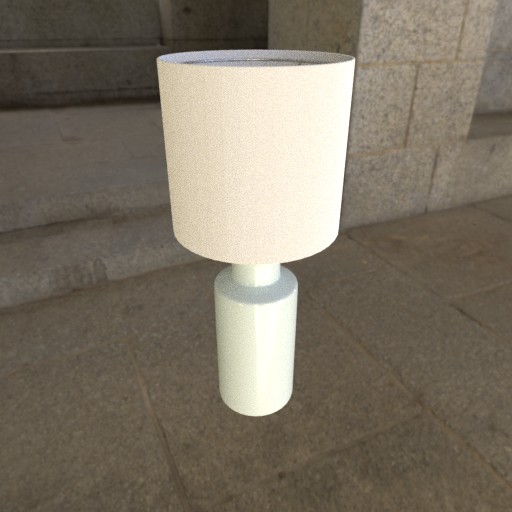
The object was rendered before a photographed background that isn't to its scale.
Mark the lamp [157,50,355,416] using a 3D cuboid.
[{"bbox_3d":[0.000,0.000,0.599,0.212,0.493,0.212,19,34,30],"label":"lamp"}]
